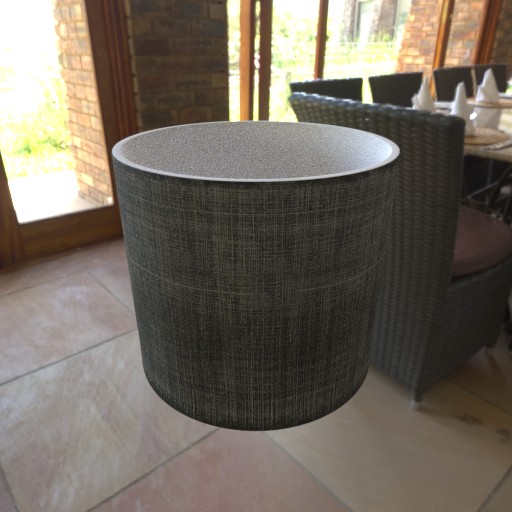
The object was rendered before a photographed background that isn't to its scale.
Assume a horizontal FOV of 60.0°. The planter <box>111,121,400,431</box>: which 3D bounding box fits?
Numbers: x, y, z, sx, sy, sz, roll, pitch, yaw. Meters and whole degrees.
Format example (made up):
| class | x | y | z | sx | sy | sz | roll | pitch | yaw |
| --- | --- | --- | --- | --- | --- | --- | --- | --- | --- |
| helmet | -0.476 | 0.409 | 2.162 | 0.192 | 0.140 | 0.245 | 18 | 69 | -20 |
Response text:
| class | x | y | z | sx | sy | sz | roll | pitch | yaw |
| --- | --- | --- | --- | --- | --- | --- | --- | --- | --- |
| planter | 0.000 | 0.000 | 0.396 | 0.221 | 0.201 | 0.221 | 0 | 26 | 0 |
